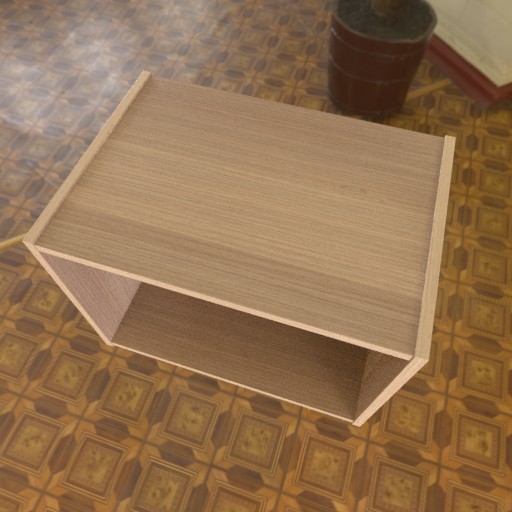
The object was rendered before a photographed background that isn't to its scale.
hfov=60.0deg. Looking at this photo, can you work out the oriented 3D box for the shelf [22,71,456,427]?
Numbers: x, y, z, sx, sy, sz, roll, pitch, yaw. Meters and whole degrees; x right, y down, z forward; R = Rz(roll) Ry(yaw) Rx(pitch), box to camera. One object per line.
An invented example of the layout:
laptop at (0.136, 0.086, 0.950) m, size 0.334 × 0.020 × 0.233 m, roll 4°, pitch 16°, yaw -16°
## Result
shelf at (0.000, 0.000, 0.626) m, size 0.415 × 0.305 × 0.290 m, roll 15°, pitch 60°, yaw 9°
